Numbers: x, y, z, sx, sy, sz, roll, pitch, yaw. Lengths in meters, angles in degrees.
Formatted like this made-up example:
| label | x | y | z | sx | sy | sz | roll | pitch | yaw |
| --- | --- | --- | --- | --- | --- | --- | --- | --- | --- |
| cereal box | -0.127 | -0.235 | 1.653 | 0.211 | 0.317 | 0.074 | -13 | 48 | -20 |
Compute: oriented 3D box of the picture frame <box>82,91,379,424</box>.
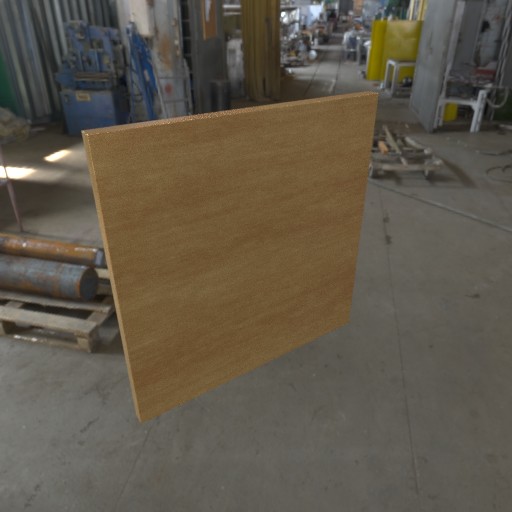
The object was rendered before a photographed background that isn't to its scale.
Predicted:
| label | x | y | z | sx | sy | sz | roll | pitch | yaw |
| --- | --- | --- | --- | --- | --- | --- | --- | --- | --- |
| picture frame | 0.000 | 0.000 | 1.181 | 0.758 | 0.761 | 0.037 | -19 | 35 | -29 |
